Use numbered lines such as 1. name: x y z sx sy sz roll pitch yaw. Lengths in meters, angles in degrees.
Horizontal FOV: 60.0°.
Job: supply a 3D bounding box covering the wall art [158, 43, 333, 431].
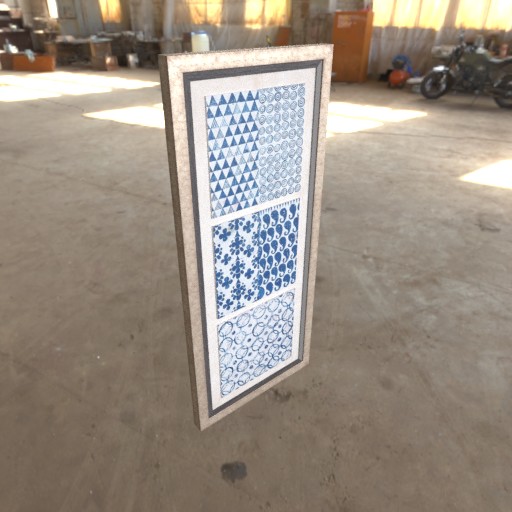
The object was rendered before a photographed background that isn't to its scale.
1. wall art: 0.000 0.000 1.720 0.648 1.461 0.051 -22 36 -33
